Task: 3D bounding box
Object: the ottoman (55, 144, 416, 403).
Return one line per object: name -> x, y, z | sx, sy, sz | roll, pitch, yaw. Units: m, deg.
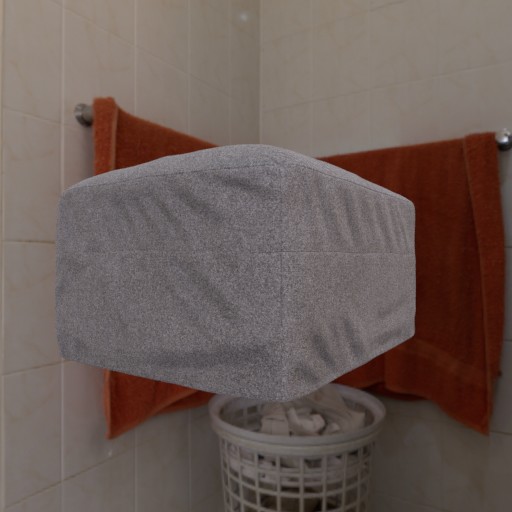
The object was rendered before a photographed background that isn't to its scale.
ottoman -> 0.000, 0.000, 1.217 | 0.683, 0.481, 0.837 | 0, 0, 34
